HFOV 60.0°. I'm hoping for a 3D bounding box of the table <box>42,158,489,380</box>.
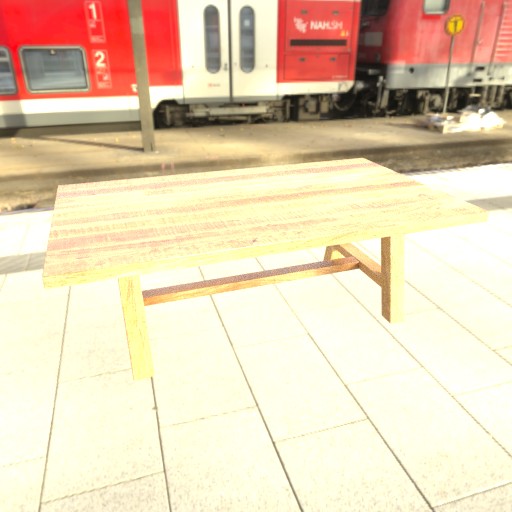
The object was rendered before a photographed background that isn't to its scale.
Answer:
[{"bbox_3d":[0.000,0.000,1.647,1.320,0.455,0.760,-9,27,-17],"label":"table"}]
